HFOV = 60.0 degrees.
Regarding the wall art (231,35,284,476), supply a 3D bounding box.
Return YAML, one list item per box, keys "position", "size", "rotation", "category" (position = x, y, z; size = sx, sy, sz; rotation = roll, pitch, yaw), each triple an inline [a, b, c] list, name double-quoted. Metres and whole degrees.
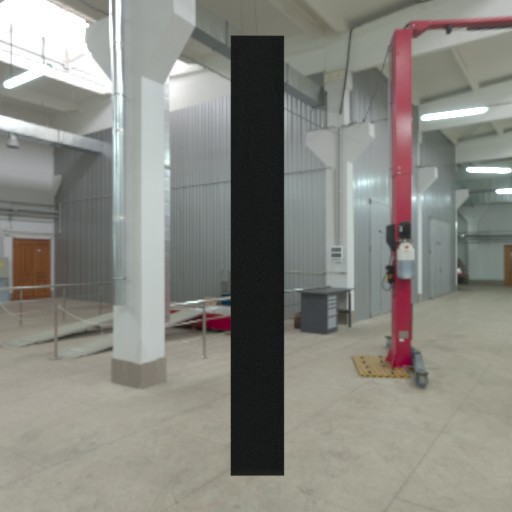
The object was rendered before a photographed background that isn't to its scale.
- position: [0.000, 0.000, 0.459]
  size: [0.037, 0.305, 0.305]
  rotation: [0, 0, 0]
  category: "wall art"
